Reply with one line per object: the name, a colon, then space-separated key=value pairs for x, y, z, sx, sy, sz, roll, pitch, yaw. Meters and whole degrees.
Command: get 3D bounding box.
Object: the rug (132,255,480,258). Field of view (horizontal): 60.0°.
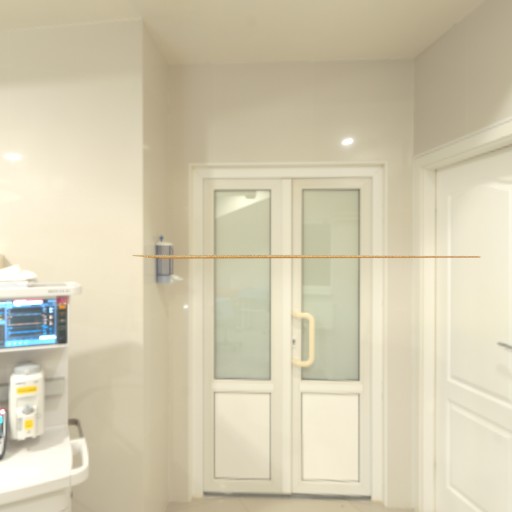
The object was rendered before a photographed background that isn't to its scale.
rug: x=0.000 y=0.000 z=3.018 sx=1.525 sy=0.007 sz=2.336 roll=0 pitch=0 yaw=-18
